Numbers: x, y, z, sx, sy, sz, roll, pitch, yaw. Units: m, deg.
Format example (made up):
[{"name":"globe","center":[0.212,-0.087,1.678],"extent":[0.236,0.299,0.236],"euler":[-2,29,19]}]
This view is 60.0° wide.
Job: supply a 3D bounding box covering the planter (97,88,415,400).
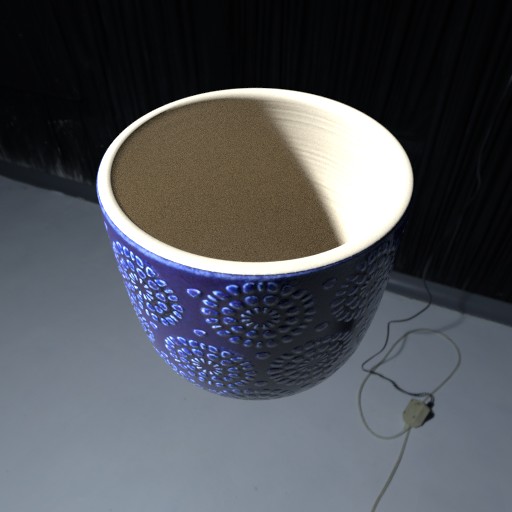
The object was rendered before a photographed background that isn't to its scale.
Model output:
[{"name":"planter","center":[0.000,0.000,0.286],"extent":[0.165,0.149,0.165],"euler":[0,46,0]}]
